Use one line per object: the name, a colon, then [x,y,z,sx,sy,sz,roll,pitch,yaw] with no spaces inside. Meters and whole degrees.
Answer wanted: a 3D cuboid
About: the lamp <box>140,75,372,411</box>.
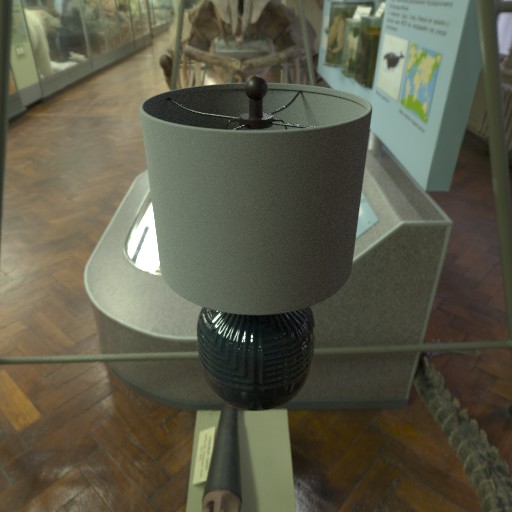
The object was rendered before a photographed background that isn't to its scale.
lamp: [0.000,0.000,0.745,0.318,0.567,0.318,0,30,0]
